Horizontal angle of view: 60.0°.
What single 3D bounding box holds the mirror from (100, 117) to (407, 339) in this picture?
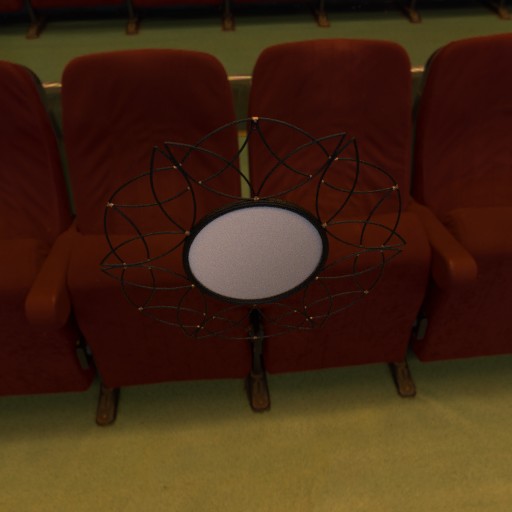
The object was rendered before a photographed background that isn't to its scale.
[{"bbox_3d":[0.000,0.000,1.153,0.797,0.775,0.028,-4,46,-4],"label":"mirror"}]
